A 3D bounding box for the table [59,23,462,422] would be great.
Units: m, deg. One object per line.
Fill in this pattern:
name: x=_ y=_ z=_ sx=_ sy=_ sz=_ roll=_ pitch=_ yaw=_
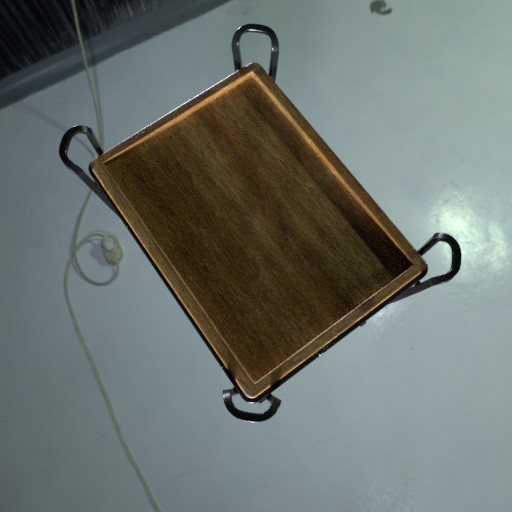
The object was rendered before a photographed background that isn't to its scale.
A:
table: x=0.000 y=0.000 z=1.200 sx=0.505 sy=0.785 sz=0.672 roll=-35 pitch=78 yaw=-9
